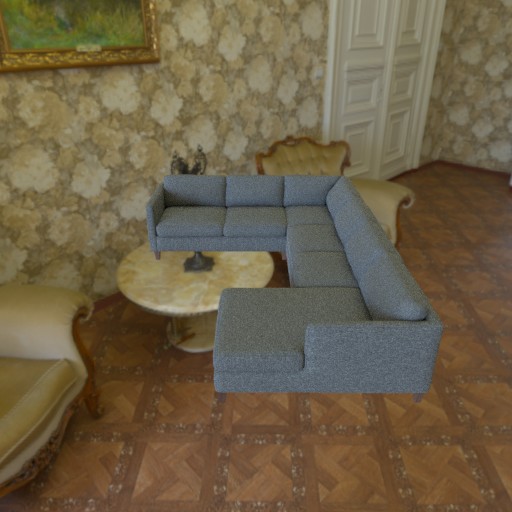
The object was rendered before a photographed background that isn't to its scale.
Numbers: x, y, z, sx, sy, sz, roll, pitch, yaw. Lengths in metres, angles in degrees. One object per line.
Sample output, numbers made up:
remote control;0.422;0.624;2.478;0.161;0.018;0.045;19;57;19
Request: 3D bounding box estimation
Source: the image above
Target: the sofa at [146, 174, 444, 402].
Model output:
sofa;0.000;0.000;4.481;2.551;0.853;3.238;0;27;0
